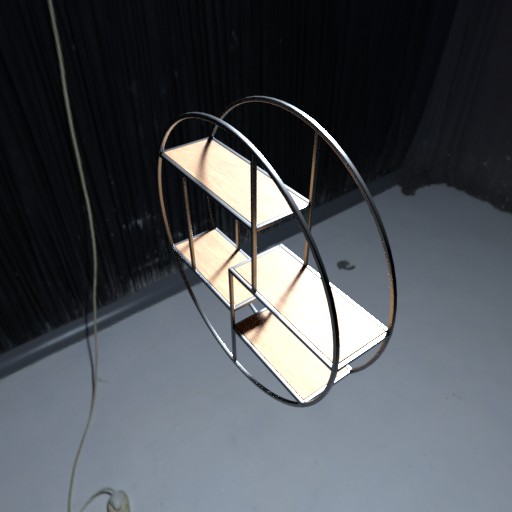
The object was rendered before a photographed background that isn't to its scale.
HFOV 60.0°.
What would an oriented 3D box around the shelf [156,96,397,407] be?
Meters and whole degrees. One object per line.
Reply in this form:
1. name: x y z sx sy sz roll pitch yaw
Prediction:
1. shelf: 0.000 0.000 1.340 0.202 0.888 0.888 -25 46 -27
